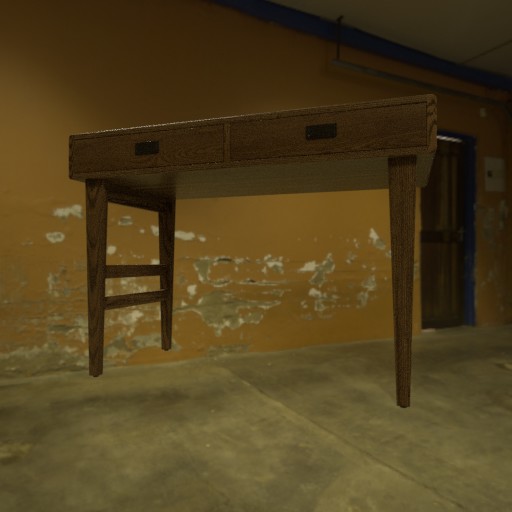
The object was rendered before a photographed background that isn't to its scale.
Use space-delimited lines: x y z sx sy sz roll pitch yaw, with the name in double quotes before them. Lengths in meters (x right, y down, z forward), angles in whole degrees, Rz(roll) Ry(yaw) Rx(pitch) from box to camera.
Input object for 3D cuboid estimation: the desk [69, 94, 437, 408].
"desk" 0.000 0.000 1.447 1.067 0.755 0.508 0 -1 19
